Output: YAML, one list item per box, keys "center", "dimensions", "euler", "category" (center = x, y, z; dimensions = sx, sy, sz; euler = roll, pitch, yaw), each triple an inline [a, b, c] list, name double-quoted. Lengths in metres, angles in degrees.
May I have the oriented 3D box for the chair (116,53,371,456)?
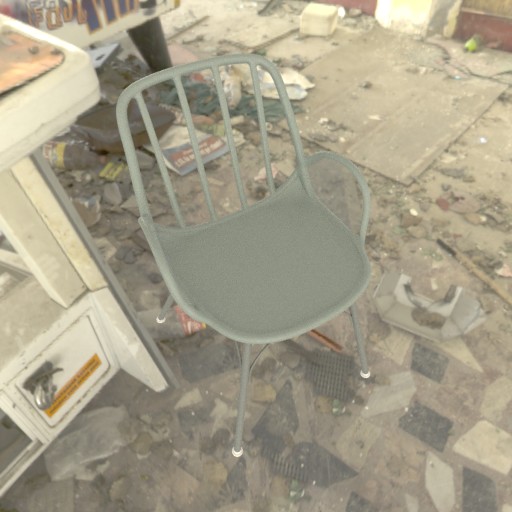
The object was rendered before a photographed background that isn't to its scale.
- center: [0.000, 0.000, 1.178]
  dimensions: [0.549, 0.816, 0.597]
  euler: [-24, 51, -20]
  category: "chair"
